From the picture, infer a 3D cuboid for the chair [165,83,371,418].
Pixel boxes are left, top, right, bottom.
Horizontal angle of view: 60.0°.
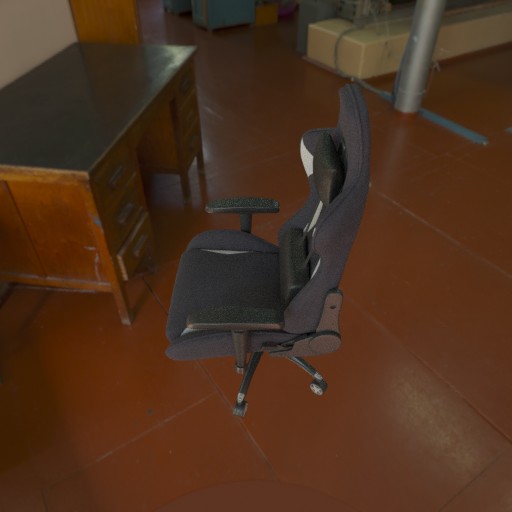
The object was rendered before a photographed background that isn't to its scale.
[{"bbox_3d":[0.000,0.000,1.725,0.695,1.300,0.730,0,41,1],"label":"chair"}]
